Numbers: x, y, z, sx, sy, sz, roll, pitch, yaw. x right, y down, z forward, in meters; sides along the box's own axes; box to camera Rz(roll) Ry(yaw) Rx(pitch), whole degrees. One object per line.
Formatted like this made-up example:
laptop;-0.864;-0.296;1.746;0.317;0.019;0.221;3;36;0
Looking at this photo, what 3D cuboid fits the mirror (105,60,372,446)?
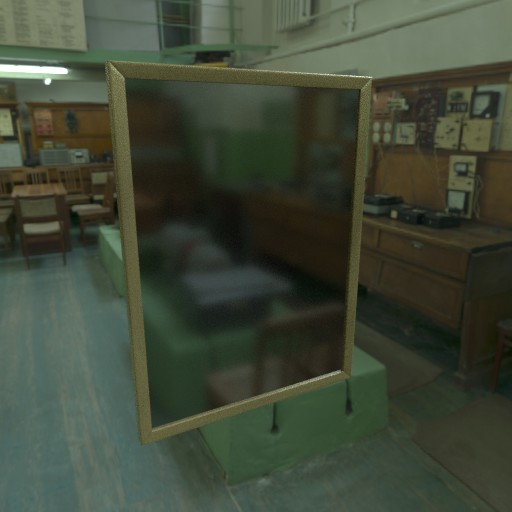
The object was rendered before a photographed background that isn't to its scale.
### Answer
mirror;0.000;0.000;1.310;0.762;1.016;0.040;-9;18;-27
